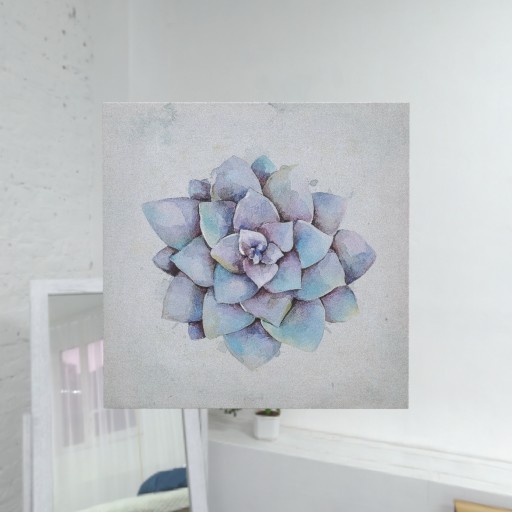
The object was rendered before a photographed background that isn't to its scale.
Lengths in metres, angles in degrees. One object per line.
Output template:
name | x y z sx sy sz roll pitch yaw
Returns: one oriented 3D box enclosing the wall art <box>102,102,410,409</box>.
wall art | 0.000 0.000 0.903 0.612 0.612 0.040 0 1 0
